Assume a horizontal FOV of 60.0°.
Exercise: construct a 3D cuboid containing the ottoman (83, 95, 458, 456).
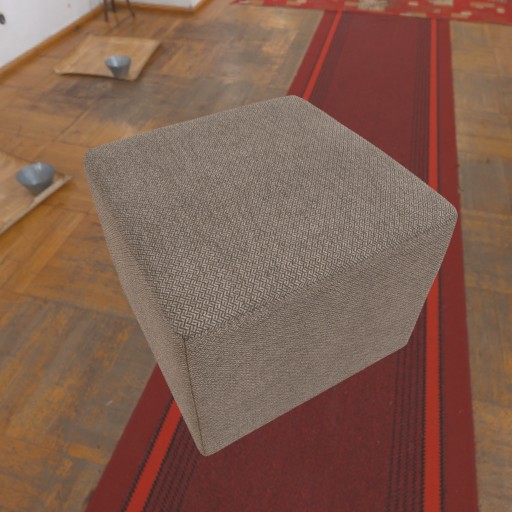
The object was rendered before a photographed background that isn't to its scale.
[{"bbox_3d":[0.000,0.000,0.932,0.519,0.453,0.512,-22,49,-20],"label":"ottoman"}]
